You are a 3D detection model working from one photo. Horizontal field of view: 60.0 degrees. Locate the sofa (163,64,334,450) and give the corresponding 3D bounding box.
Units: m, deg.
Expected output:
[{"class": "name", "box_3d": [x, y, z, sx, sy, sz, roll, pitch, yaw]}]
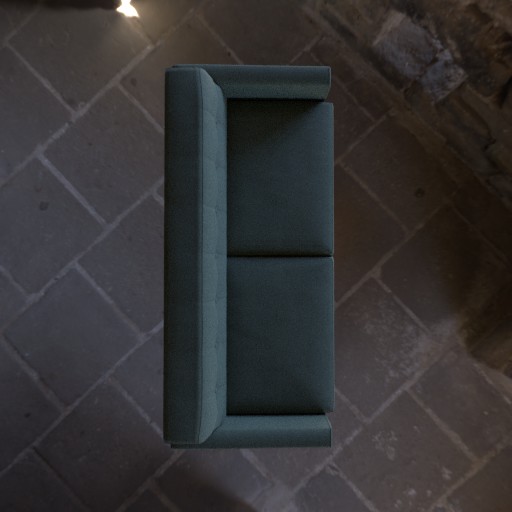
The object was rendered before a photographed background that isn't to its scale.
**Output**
[{"class": "sofa", "box_3d": [0.000, 0.000, 2.491, 0.909, 0.841, 2.029, 0, 89, -1]}]
